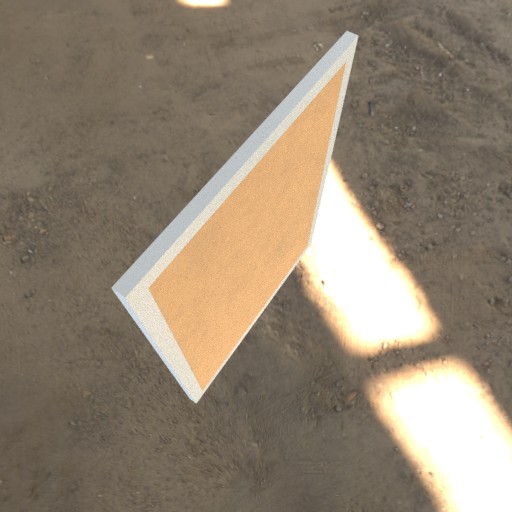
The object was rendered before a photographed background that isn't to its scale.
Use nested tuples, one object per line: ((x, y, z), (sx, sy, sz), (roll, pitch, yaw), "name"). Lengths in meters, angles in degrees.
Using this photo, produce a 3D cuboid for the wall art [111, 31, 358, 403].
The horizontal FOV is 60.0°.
((0.000, 0.000, 1.088), (0.026, 0.811, 0.661), (31, 66, 15), "wall art")
